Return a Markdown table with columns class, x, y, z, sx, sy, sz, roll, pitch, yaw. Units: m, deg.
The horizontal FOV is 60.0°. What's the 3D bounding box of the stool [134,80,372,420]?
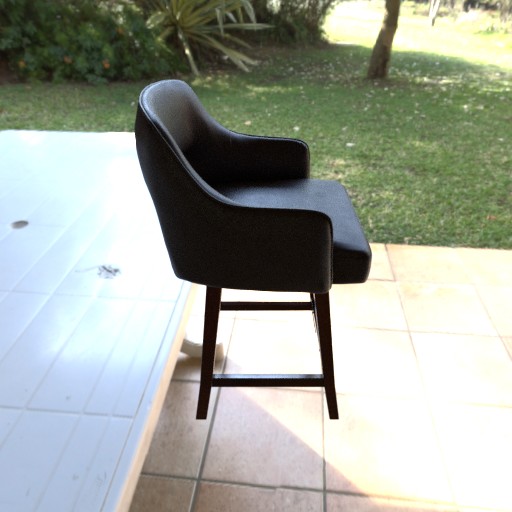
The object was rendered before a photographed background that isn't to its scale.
| class | x | y | z | sx | sy | sz | roll | pitch | yaw |
| --- | --- | --- | --- | --- | --- | --- | --- | --- | --- |
| stool | 0.000 | 0.000 | 1.301 | 0.560 | 0.936 | 0.550 | 0 | 32 | 0 |
